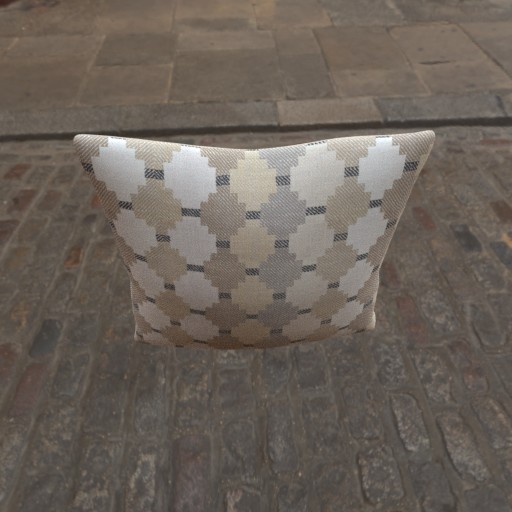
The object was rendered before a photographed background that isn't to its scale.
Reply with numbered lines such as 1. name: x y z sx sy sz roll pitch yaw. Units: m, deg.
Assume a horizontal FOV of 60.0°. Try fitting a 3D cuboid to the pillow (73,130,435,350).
1. pillow: 0.000 0.000 0.876 0.578 0.558 0.192 -3 46 -3
